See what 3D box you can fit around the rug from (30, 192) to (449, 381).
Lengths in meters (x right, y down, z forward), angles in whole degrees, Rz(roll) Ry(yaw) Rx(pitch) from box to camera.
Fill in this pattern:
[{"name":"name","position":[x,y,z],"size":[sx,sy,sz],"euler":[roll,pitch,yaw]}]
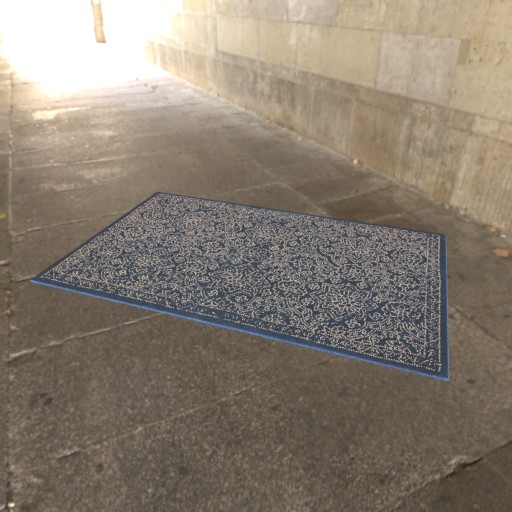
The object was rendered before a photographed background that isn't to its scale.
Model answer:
[{"name":"rug","position":[0.000,0.000,3.017],"size":[2.441,0.015,1.526],"euler":[10,32,17]}]
